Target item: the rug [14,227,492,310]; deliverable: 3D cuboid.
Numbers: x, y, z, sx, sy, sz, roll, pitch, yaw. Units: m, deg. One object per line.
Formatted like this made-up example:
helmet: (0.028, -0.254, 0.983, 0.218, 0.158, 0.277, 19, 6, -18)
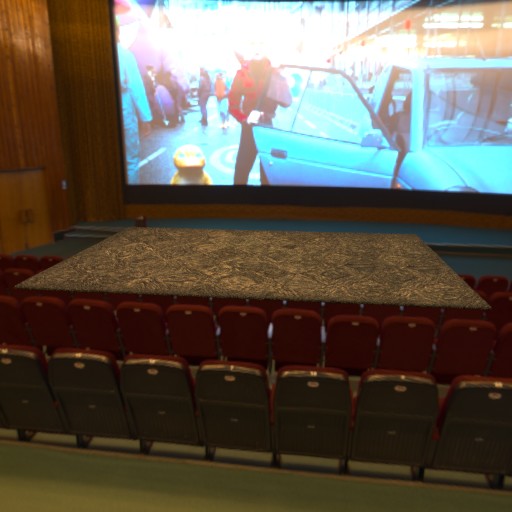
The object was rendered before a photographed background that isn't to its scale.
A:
rug: (0.000, 0.000, 2.145, 1.754, 0.010, 1.139, 2, 16, 7)
